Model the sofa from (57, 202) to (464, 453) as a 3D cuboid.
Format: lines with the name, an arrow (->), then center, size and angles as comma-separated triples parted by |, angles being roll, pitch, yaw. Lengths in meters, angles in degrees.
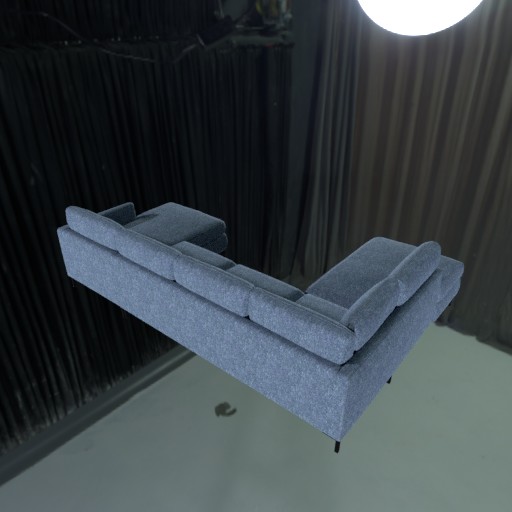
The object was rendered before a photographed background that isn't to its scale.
sofa -> 0.000, 0.000, 3.595 | 2.737, 0.756, 1.879 | 22, 36, 33
